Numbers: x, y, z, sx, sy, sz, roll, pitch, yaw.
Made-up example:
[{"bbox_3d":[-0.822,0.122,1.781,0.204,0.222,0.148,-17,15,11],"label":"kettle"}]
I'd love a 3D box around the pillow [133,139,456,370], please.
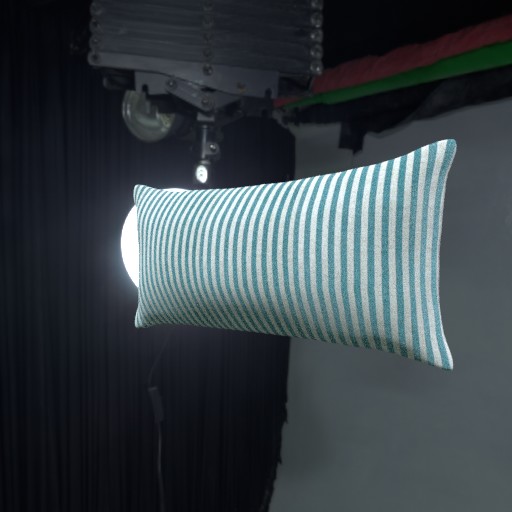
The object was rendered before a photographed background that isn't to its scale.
[{"bbox_3d":[0.000,0.000,0.736,0.617,0.295,0.151,0,0,35],"label":"pillow"}]
